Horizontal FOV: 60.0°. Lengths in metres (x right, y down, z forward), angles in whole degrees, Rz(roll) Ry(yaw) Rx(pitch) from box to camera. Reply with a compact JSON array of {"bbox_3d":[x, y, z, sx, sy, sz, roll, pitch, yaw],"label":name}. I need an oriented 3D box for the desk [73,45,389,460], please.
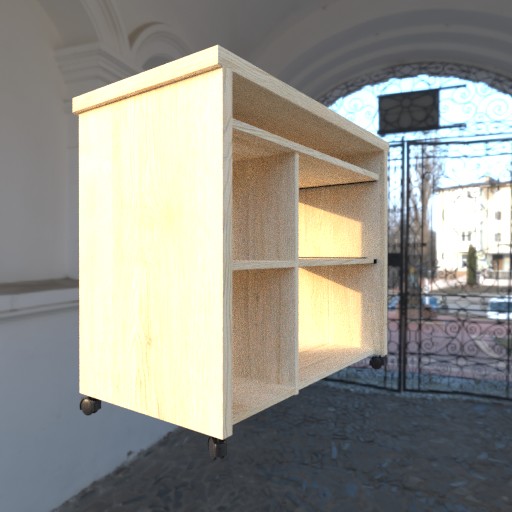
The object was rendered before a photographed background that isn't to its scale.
[{"bbox_3d":[0.000,0.000,1.301,0.480,0.770,0.885,0,0,36],"label":"desk"}]
